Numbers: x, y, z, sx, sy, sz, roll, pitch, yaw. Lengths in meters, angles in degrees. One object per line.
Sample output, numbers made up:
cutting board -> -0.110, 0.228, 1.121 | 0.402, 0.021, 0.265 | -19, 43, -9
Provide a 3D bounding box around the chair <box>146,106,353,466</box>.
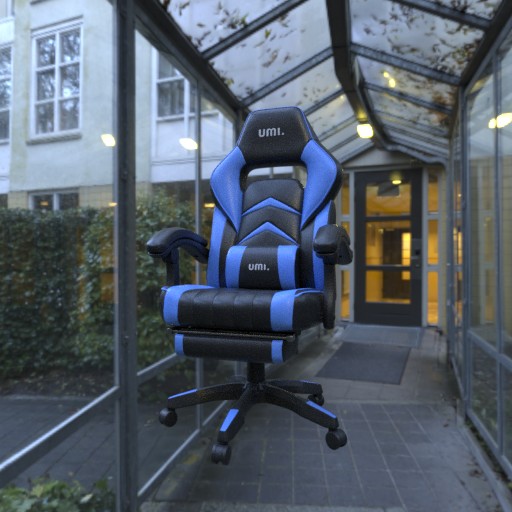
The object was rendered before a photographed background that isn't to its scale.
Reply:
chair -> 0.000, 0.000, 1.669 | 0.700, 1.280, 0.700 | 0, 0, 18
